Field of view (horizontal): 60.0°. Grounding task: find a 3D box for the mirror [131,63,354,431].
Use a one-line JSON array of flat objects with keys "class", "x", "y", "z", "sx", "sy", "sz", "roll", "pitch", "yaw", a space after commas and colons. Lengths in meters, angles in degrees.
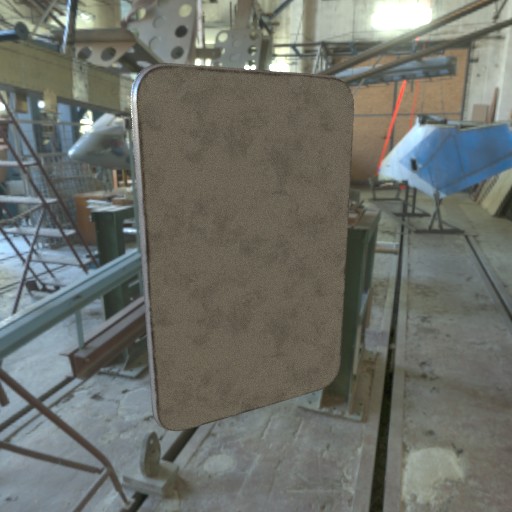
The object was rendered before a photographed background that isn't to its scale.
[{"class": "mirror", "x": 0.000, "y": 0.000, "z": 0.908, "sx": 0.461, "sy": 0.713, "sz": 0.024, "roll": -7, "pitch": 17, "yaw": -26}]
